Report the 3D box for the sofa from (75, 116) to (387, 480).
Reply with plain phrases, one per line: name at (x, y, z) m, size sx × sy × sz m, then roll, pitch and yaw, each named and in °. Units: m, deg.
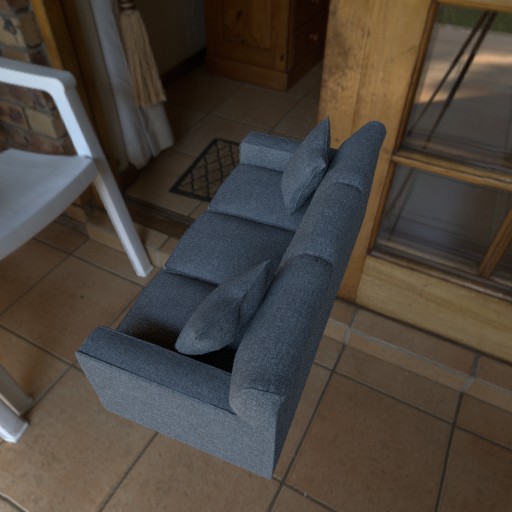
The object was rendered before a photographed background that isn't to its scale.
sofa at (0.000, 0.000, 2.574) m, size 0.997 × 0.958 × 2.024 m, roll 16°, pitch 48°, yaw 15°
